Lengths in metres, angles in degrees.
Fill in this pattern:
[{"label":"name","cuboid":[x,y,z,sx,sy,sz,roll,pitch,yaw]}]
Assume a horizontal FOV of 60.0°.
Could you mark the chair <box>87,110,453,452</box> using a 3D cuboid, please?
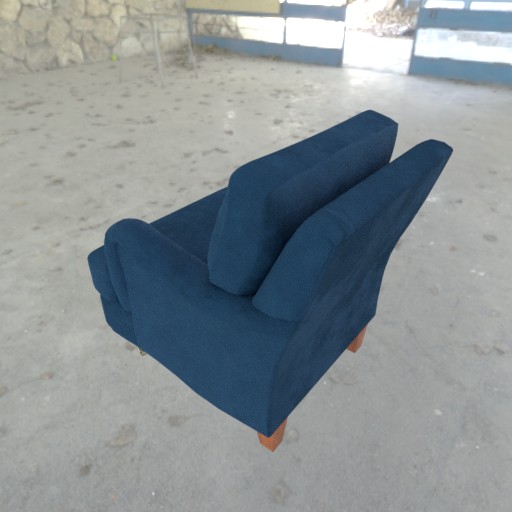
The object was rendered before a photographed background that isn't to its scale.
[{"label":"chair","cuboid":[0.000,0.000,1.753,1.078,1.076,0.895,23,39,31]}]
